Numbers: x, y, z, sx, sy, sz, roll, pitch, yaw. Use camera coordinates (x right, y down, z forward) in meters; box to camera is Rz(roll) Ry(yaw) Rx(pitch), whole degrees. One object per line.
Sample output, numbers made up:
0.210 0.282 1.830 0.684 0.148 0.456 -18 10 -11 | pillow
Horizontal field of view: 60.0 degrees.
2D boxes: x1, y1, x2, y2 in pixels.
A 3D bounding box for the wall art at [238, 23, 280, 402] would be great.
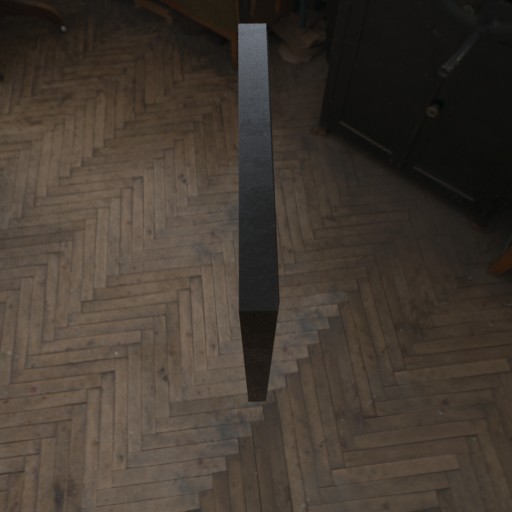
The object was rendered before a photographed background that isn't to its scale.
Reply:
0.000 0.000 0.597 0.031 0.457 0.313 -1 64 0 | wall art
